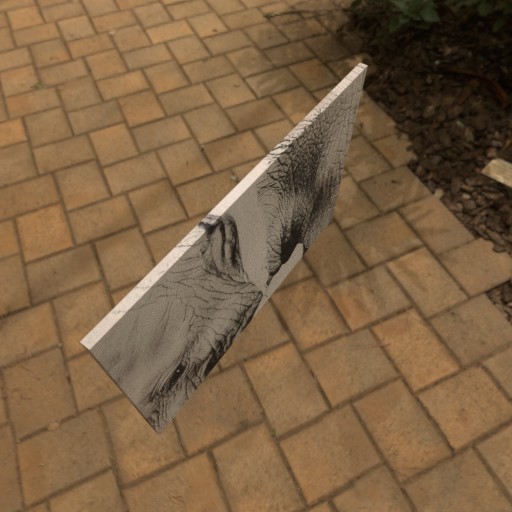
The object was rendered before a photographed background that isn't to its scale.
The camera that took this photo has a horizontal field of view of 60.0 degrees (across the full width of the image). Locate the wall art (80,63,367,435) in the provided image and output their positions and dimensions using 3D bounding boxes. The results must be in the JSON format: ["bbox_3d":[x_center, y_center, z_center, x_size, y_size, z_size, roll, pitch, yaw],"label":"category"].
[{"bbox_3d":[0.000,0.000,1.148,0.023,0.607,0.914,31,62,19],"label":"wall art"}]
